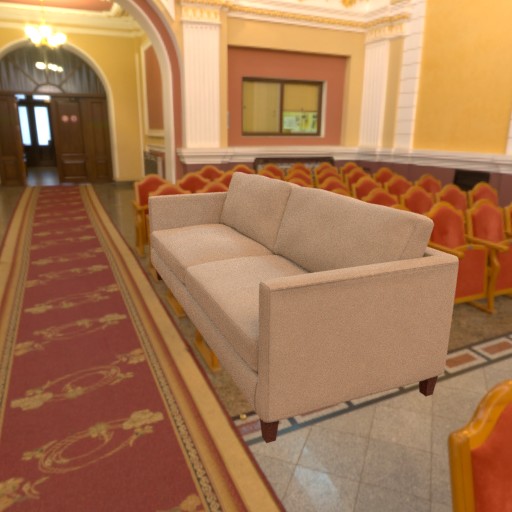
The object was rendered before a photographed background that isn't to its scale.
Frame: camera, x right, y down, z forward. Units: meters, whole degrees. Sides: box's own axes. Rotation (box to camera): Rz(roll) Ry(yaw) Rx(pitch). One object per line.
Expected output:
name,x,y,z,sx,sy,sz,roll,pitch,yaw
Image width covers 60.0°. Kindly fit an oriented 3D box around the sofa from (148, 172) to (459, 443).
sofa,0.000,0.000,2.881,0.988,0.912,2.404,-7,17,-22
